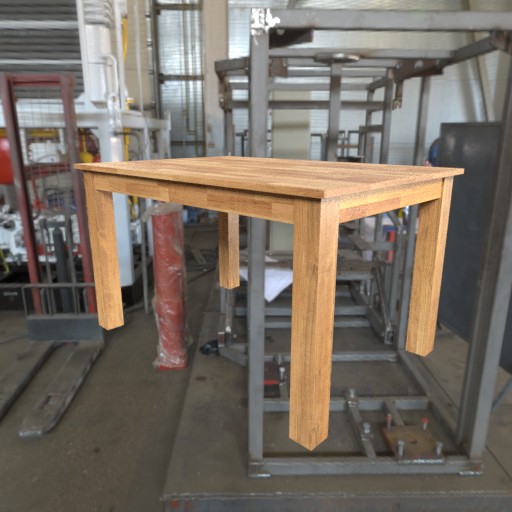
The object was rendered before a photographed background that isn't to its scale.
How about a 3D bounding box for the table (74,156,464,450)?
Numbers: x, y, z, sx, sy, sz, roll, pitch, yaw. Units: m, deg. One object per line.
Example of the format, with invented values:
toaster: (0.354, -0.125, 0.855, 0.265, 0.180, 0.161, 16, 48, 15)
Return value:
table: (0.000, 0.000, 1.882, 1.300, 0.750, 0.900, 14, 21, 42)
